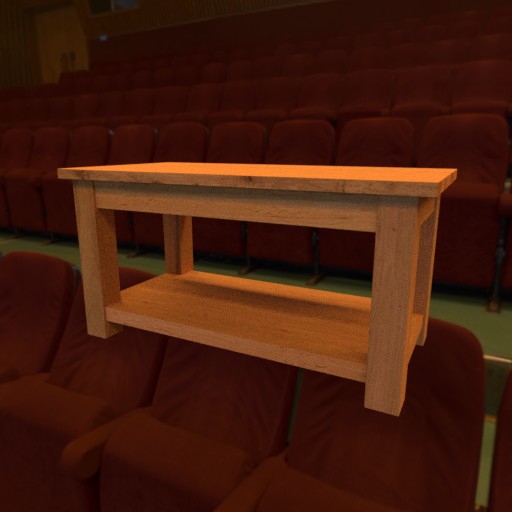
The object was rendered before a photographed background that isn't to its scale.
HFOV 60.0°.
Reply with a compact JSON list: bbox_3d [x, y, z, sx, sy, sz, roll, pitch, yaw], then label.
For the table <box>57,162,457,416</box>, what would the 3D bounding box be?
[{"bbox_3d":[0.000,0.000,1.169,0.899,0.452,0.450,7,16,26],"label":"table"}]
